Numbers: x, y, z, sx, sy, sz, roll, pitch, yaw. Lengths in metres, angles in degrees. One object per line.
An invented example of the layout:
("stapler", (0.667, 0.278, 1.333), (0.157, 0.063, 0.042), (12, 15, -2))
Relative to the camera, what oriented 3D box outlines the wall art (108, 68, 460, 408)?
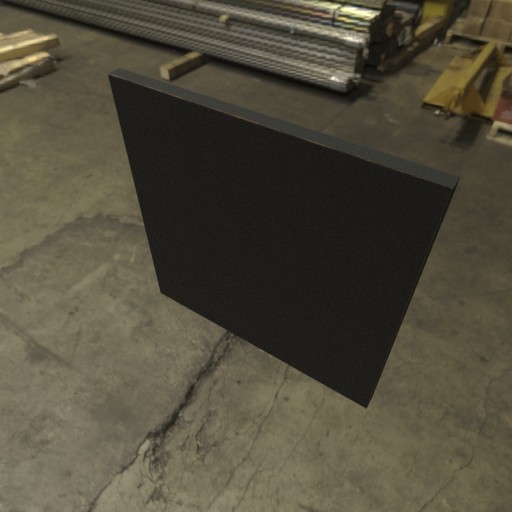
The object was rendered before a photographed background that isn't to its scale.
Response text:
("wall art", (0.000, 0.000, 1.120), (0.762, 0.762, 0.038), (25, 51, 22))
